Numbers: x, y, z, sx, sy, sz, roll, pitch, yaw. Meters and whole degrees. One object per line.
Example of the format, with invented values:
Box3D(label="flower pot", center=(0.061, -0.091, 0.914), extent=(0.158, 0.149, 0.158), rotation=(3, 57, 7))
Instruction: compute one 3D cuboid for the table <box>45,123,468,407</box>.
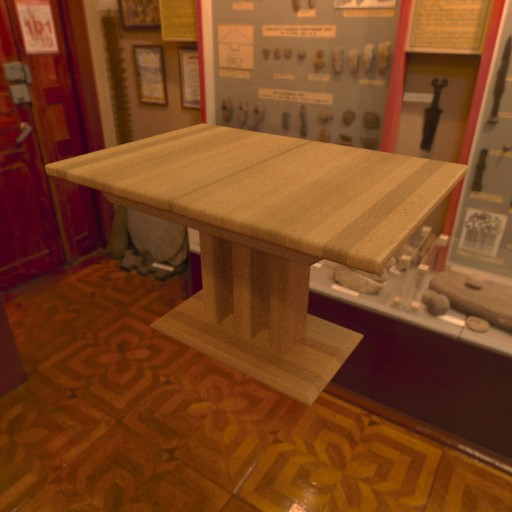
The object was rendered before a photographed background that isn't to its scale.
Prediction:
Box3D(label="table", center=(0.000, 0.000, 1.828), extent=(1.300, 0.770, 0.900), rotation=(18, 33, 30))
